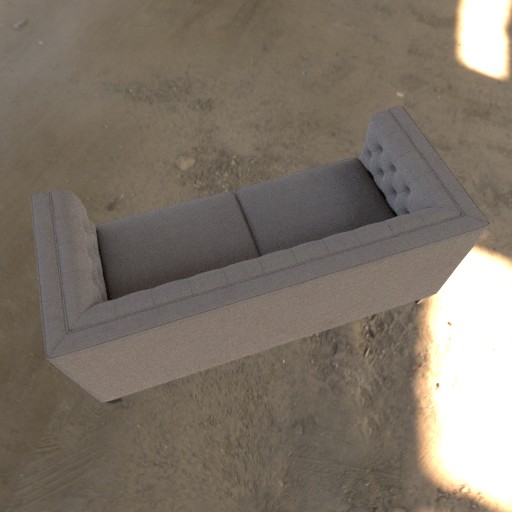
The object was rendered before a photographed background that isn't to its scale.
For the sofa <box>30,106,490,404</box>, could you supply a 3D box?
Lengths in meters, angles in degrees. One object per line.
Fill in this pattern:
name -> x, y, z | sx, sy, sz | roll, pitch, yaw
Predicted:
sofa -> 0.000, 0.000, 2.169 | 1.778, 0.762, 0.775 | -16, 60, -10
